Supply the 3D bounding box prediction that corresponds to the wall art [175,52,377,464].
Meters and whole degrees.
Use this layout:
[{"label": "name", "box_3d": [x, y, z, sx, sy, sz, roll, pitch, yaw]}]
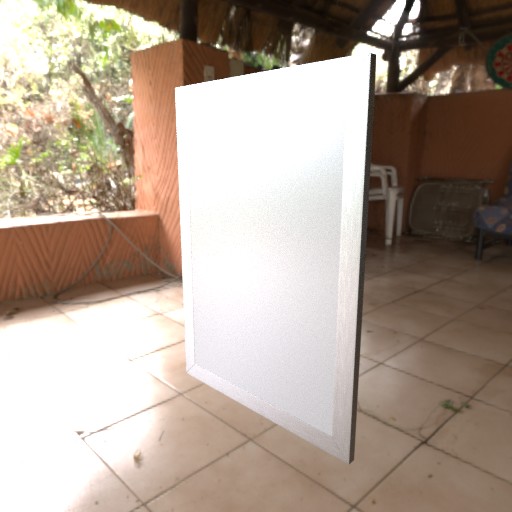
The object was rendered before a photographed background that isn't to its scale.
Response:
[{"label": "wall art", "box_3d": [0.000, 0.000, 0.688, 0.013, 0.529, 0.376, -12, 18, -44]}]
